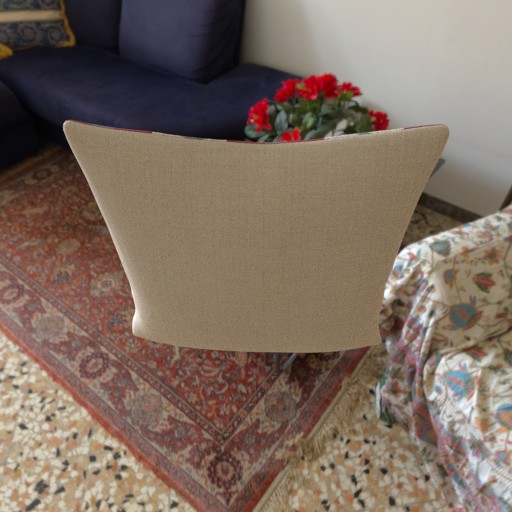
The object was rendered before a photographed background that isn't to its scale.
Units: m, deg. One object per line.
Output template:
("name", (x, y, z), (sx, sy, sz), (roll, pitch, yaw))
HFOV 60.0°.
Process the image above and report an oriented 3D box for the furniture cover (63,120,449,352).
("furniture cover", (0.000, 0.000, 0.632), (0.435, 0.420, 0.145), (2, 46, 2))
